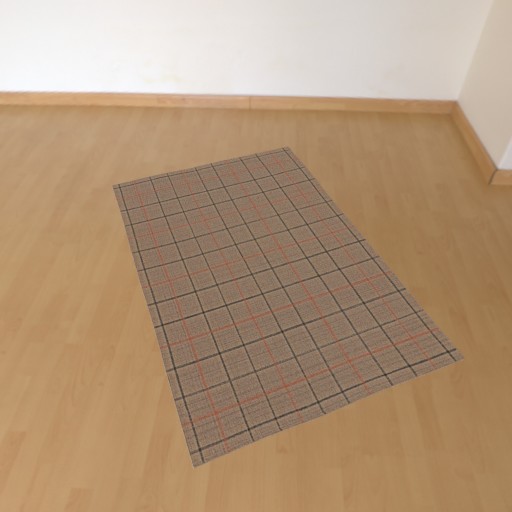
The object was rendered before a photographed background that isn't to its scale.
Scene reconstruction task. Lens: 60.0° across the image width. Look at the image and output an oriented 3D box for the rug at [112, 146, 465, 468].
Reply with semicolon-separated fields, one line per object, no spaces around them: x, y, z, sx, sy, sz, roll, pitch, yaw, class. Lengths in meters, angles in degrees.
0.000;0.000;2.356;1.220;0.013;1.829;-16;48;-15;rug
